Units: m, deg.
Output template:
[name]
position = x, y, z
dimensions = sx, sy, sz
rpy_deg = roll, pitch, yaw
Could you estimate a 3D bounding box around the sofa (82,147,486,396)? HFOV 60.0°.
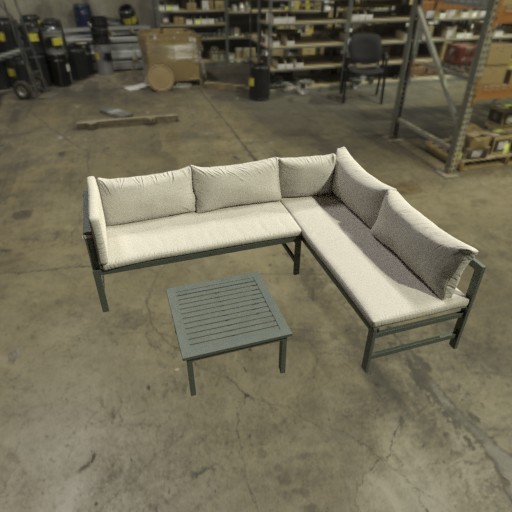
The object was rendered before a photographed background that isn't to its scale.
[sofa]
position = 0.000, 0.000, 2.932
dimensions = 2.096, 0.758, 1.658
rpy_deg = -10, 36, -14
